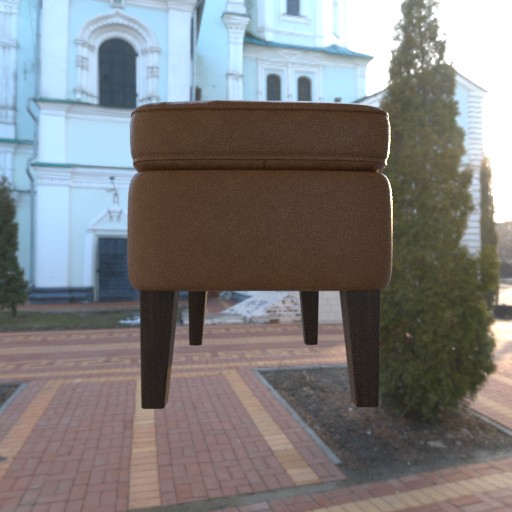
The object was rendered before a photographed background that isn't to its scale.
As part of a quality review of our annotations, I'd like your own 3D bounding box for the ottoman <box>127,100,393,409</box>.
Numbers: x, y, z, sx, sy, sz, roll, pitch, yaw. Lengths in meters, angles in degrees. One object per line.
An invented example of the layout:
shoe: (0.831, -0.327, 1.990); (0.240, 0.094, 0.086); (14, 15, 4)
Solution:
ottoman: (0.000, 0.000, 0.963); (0.420, 0.480, 0.670); (0, -2, -1)
